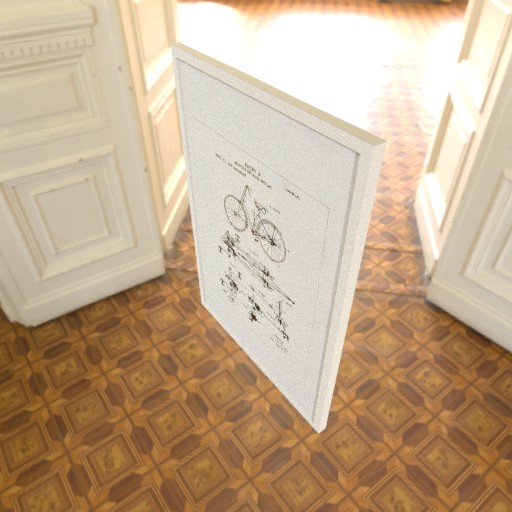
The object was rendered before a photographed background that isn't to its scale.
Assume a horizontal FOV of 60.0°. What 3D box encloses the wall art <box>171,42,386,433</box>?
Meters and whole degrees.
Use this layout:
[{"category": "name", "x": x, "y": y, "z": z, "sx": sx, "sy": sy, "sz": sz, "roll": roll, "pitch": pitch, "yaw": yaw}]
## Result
[{"category": "wall art", "x": 0.000, "y": 0.000, "z": 0.613, "sx": 0.015, "sy": 0.477, "sz": 0.332, "roll": -27, "pitch": 48, "yaw": -27}]
